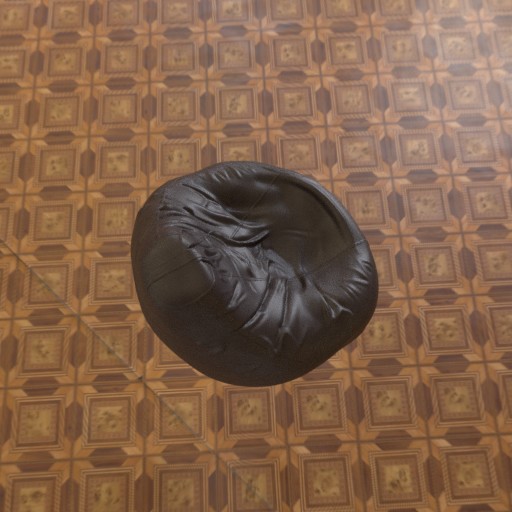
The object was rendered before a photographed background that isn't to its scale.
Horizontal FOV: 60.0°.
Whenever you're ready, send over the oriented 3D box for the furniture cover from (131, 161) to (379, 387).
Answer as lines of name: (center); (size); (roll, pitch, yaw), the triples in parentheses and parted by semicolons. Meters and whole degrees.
furniture cover: (0.000, 0.000, 1.910); (1.070, 0.990, 1.070); (-34, 78, -9)
